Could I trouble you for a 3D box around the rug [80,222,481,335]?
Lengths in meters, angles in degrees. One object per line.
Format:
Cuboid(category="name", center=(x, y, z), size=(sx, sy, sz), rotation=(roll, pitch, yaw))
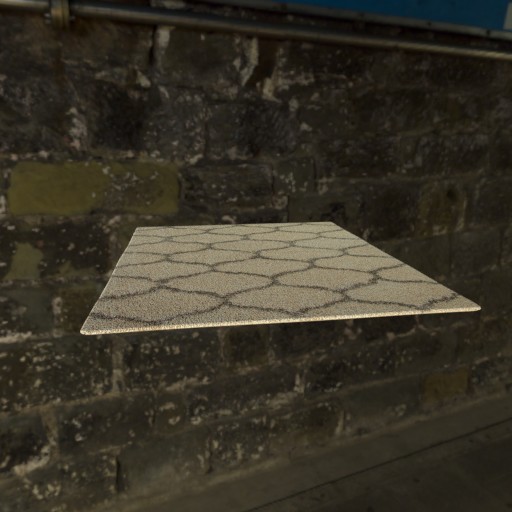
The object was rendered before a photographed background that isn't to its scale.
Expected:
Cuboid(category="rug", center=(0.000, 0.000, 4.006), size=(2.399, 0.026, 3.000), rotation=(-2, 15, -8))
